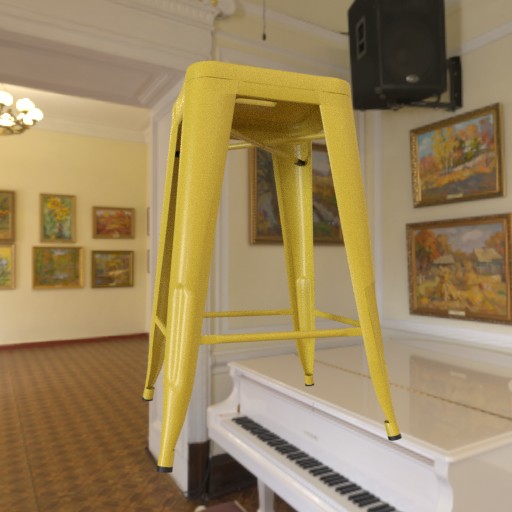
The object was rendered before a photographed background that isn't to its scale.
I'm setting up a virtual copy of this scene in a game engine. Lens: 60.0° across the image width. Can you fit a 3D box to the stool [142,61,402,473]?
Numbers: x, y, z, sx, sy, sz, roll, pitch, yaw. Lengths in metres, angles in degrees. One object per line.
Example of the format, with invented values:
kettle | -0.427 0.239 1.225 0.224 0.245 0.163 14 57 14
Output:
stool | 0.000 0.000 0.840 0.399 0.609 0.359 0 -1 -18
